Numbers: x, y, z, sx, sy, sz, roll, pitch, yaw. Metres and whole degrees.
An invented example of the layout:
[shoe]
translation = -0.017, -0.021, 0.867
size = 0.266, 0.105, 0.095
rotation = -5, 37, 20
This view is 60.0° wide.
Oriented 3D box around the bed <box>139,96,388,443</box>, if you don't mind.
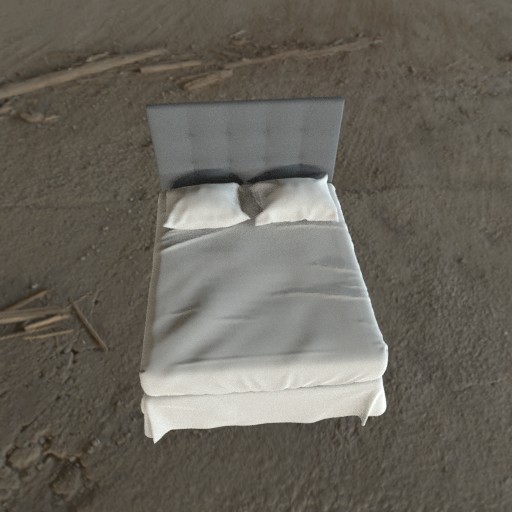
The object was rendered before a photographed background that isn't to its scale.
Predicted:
[bed]
translation = 0.000, 0.000, 3.507
size = 1.936, 1.577, 2.222
rotation = -3, 47, -3
